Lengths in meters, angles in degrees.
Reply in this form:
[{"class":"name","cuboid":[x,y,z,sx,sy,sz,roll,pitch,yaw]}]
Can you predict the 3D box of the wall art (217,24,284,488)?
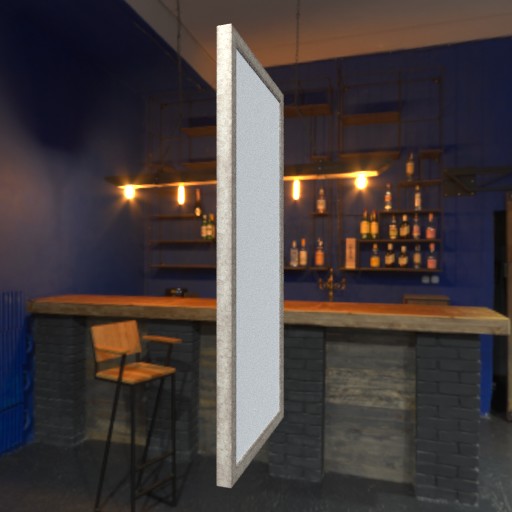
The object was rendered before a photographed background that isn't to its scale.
[{"class":"wall art","cuboid":[0.000,0.000,1.708,0.051,1.461,0.648,0,0,18]}]
